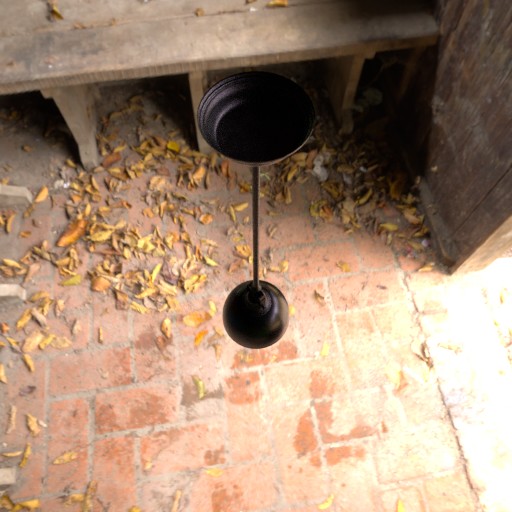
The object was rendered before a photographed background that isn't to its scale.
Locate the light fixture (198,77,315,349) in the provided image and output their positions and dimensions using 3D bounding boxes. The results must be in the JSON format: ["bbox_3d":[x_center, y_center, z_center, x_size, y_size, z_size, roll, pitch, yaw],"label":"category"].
[{"bbox_3d":[0.000,0.000,0.858,0.182,0.768,0.182,-35,70,-15],"label":"light fixture"}]
